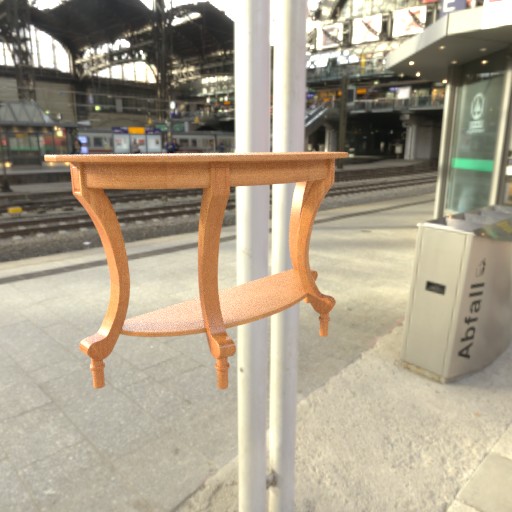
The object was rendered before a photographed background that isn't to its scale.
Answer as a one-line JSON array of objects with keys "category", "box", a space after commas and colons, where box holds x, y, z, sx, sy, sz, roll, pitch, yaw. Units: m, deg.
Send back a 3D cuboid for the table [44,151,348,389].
[{"category": "table", "box": [0.000, 0.000, 1.535, 0.394, 0.692, 1.198, 13, 19, 42]}]
